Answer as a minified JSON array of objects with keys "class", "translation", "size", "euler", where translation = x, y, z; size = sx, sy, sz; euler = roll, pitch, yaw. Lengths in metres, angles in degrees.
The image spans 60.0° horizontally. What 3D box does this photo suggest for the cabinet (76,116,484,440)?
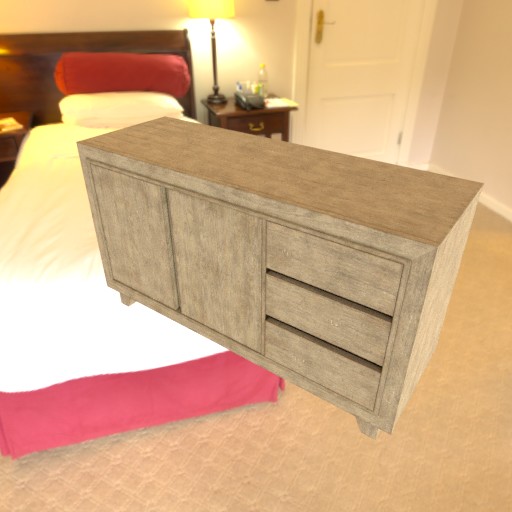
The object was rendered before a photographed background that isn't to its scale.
[{"class":"cabinet","translation":[0.000,0.000,1.844],"size":[1.460,0.825,0.511],"euler":[21,37,30]}]
